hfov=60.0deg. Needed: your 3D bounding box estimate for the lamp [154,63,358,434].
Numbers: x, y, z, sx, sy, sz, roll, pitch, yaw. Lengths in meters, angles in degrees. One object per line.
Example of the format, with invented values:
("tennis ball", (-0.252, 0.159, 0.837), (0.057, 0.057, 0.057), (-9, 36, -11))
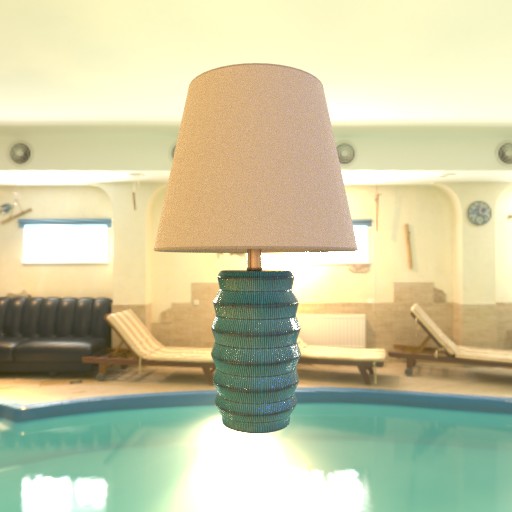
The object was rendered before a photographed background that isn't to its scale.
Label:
("lamp", (0.000, 0.000, 0.786), (0.355, 0.582, 0.355), (0, -1, 0))
